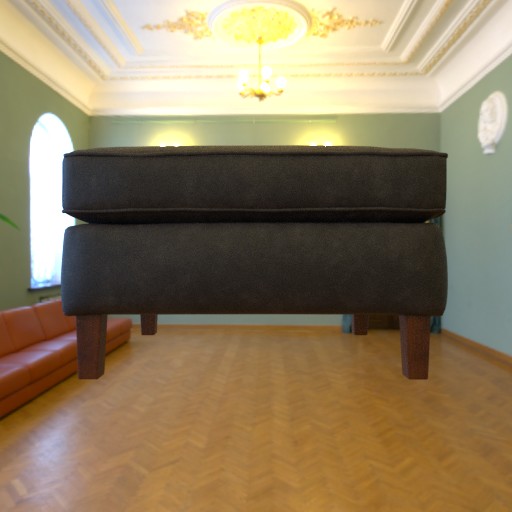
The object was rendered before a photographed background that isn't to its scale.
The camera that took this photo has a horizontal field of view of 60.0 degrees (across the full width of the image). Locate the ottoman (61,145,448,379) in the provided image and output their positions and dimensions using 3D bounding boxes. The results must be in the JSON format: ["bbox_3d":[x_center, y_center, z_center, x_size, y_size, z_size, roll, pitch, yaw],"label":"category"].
[{"bbox_3d":[0.000,0.000,0.958,0.665,0.413,0.501,0,0,0],"label":"ottoman"}]
